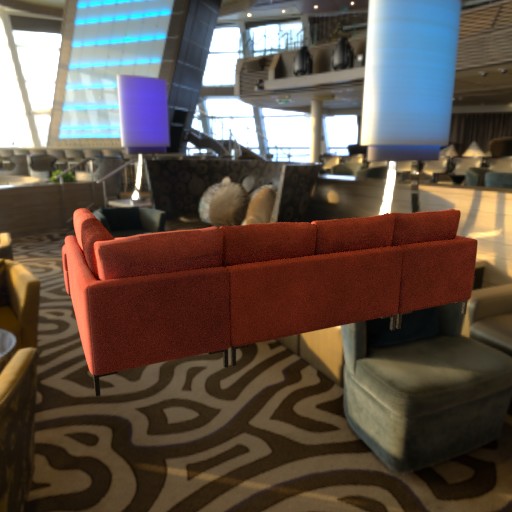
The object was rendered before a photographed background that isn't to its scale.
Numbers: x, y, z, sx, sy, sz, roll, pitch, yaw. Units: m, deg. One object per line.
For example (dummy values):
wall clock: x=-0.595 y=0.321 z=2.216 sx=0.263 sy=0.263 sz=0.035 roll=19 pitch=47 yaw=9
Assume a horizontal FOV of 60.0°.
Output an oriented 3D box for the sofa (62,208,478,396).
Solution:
sofa: x=0.000 y=0.000 z=3.766 sx=2.971 sy=0.858 sz=1.981 roll=-6 pitch=15 yaw=-25
